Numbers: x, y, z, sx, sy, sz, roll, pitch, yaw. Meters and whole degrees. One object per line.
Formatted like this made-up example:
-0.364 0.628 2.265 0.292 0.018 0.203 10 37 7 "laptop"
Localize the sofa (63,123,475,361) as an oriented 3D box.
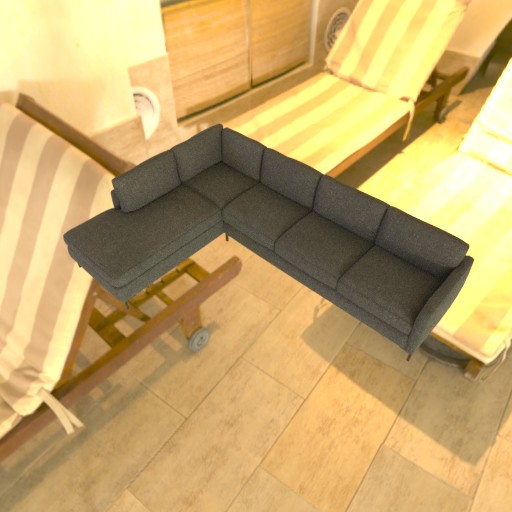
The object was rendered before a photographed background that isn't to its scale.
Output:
0.000 0.000 3.812 2.949 0.815 2.007 33 54 28 "sofa"
